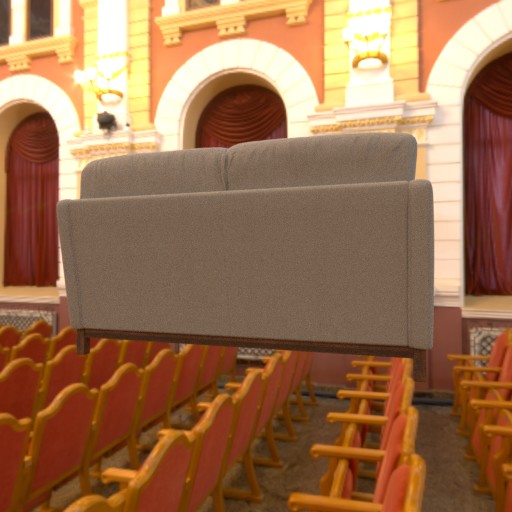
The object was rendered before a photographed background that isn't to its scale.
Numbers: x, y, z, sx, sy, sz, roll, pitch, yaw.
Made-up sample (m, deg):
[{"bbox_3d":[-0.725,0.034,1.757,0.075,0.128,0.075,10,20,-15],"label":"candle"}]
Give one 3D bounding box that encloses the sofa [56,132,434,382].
[{"bbox_3d":[0.000,0.000,2.179,1.589,0.921,0.987,0,-1,19],"label":"sofa"}]
